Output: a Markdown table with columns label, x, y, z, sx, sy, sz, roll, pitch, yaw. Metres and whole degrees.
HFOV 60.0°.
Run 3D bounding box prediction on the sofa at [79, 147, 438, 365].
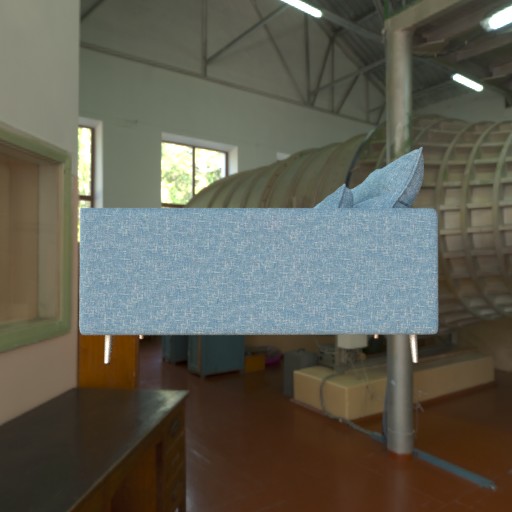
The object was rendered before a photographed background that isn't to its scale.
| label | x | y | z | sx | sy | sz | roll | pitch | yaw |
| --- | --- | --- | --- | --- | --- | --- | --- | --- | --- |
| sofa | 0.000 | 0.000 | 2.748 | 1.420 | 0.899 | 2.034 | 0 | -1 | -1 |
